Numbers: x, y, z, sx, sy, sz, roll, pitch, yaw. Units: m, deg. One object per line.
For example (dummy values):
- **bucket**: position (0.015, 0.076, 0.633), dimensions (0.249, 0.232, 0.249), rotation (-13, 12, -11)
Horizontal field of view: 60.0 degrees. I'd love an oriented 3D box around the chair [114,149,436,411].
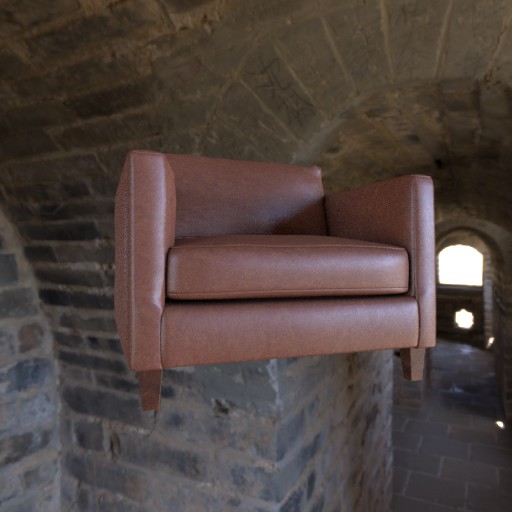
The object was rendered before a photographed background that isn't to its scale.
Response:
- **chair**: position (0.000, 0.000, 1.846), dimensions (1.107, 0.917, 0.959), rotation (0, 0, -19)
